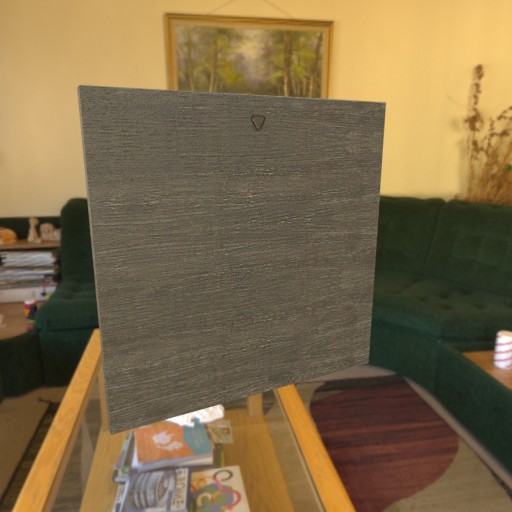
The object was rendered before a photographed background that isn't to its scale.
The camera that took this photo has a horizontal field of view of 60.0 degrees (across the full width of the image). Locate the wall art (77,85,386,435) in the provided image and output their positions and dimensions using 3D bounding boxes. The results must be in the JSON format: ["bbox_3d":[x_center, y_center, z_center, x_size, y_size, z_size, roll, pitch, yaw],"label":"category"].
[{"bbox_3d":[0.000,0.000,0.671,0.462,0.459,0.027,-7,16,-26],"label":"wall art"}]
